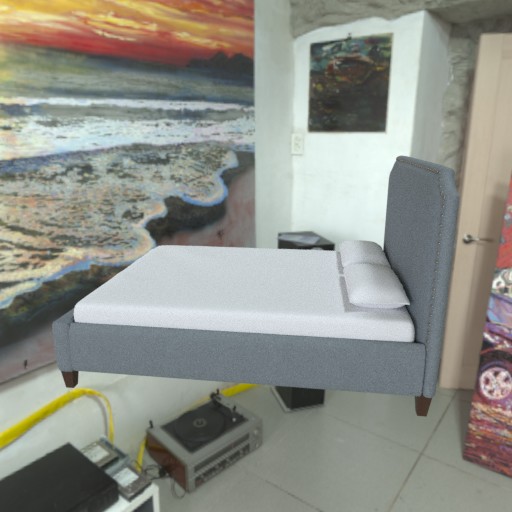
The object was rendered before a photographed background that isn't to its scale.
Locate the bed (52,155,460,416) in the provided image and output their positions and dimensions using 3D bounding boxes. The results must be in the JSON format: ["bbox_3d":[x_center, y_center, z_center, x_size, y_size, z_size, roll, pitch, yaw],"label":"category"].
[{"bbox_3d":[0.000,0.000,3.353,2.372,1.443,1.712,2,16,8],"label":"bed"}]
